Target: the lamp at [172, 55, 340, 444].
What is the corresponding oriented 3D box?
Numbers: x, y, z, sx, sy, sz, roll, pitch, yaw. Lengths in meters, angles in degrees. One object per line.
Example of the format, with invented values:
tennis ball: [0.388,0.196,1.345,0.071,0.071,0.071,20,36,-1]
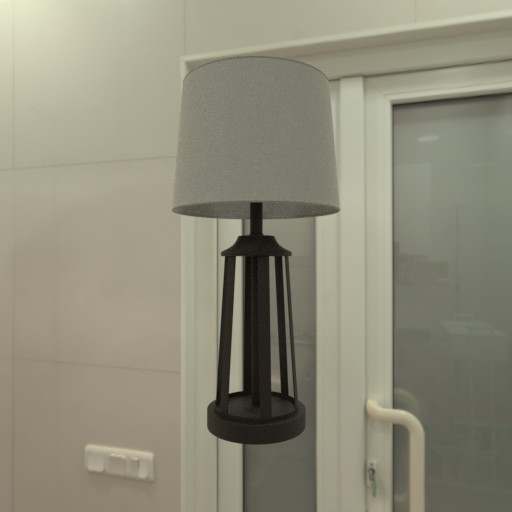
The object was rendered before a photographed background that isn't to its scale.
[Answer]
lamp: [0.000,0.000,0.672,0.251,0.509,0.251,0,0,0]
